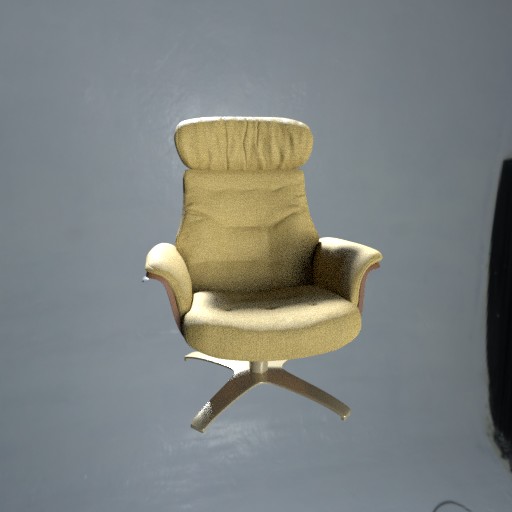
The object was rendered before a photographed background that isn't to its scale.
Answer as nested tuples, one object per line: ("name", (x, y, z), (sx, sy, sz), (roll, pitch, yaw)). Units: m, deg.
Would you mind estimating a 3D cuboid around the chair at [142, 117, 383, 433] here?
("chair", (0.000, 0.000, 1.596), (0.785, 0.995, 0.837), (-2, 14, -9))
